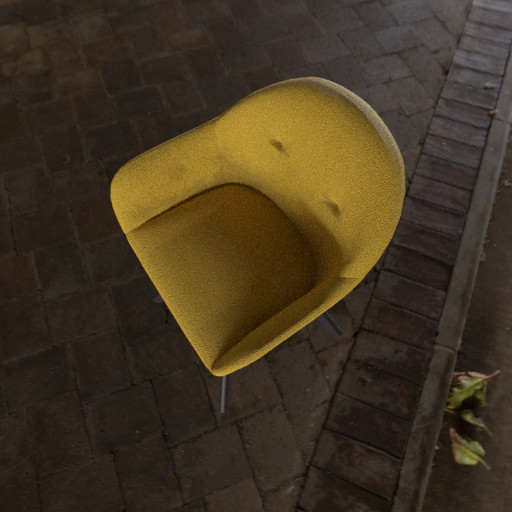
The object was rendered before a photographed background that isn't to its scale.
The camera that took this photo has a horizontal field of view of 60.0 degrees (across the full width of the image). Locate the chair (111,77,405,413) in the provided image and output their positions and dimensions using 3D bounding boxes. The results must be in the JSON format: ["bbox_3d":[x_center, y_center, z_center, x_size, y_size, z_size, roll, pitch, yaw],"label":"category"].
[{"bbox_3d":[0.000,0.000,1.170,0.565,0.775,0.545,-31,67,-15],"label":"chair"}]
